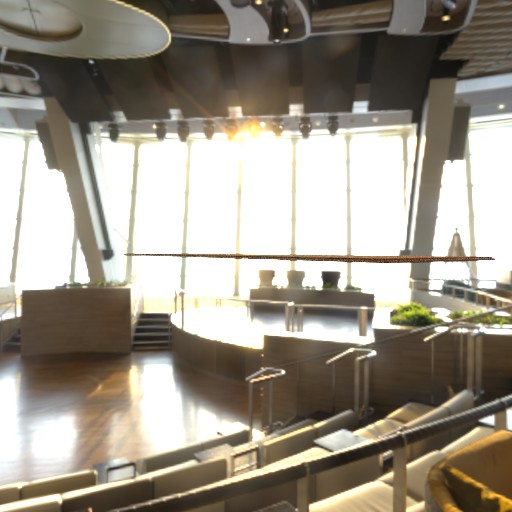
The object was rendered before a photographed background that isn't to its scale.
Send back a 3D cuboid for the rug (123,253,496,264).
[{"bbox_3d":[0.000,0.000,1.968,0.556,0.013,1.820,-1,1,-36],"label":"rug"}]
